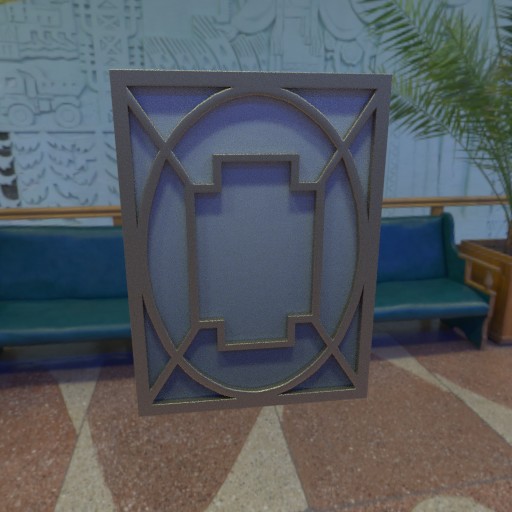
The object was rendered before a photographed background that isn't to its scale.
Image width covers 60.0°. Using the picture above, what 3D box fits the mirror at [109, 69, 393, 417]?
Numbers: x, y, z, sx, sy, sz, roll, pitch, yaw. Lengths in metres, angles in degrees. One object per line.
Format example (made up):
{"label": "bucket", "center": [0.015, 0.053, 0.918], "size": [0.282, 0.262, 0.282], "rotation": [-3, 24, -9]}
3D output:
{"label": "mirror", "center": [0.000, 0.000, 1.328], "size": [0.756, 1.023, 0.032], "rotation": [-2, 16, -7]}
